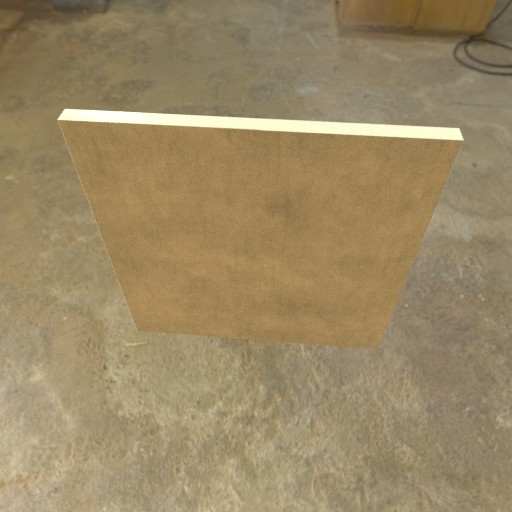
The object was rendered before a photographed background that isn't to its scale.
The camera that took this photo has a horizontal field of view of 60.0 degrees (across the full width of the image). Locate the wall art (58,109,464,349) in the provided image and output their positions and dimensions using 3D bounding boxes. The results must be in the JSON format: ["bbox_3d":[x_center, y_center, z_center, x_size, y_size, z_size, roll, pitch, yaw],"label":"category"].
[{"bbox_3d":[0.000,0.000,0.672,0.455,0.453,0.023,4,49,3],"label":"wall art"}]
